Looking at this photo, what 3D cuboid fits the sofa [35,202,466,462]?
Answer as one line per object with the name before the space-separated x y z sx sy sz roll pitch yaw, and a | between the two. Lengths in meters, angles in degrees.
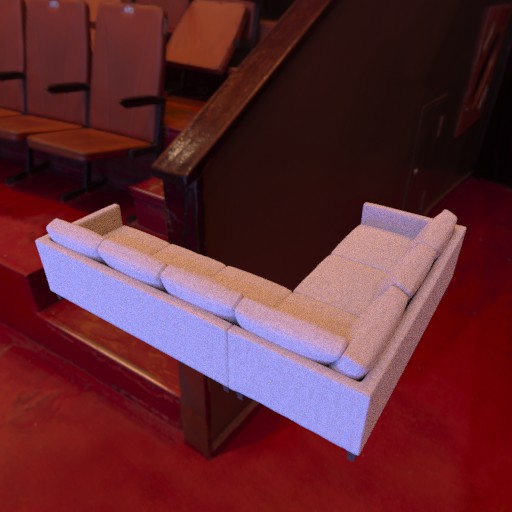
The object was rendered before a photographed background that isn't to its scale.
sofa | 0.000 0.000 4.212 3.182 0.863 2.432 20 38 28
